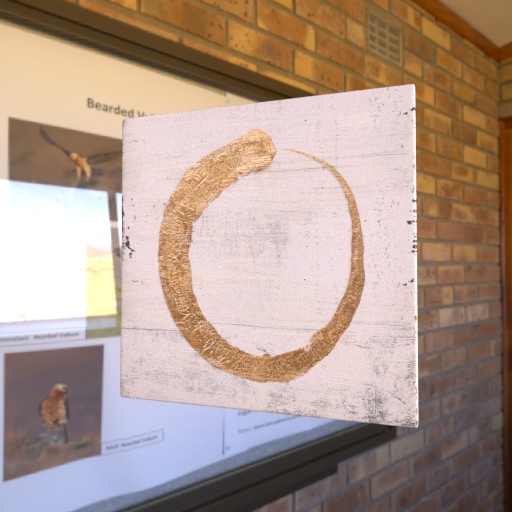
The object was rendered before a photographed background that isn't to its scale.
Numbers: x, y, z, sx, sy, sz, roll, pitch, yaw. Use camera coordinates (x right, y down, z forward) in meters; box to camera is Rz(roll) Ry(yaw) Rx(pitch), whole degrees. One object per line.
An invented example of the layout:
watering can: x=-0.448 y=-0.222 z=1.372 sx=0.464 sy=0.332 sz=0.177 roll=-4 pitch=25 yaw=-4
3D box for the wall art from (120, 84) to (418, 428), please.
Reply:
wall art: x=0.000 y=0.000 z=0.897 sx=0.610 sy=0.611 sz=0.040 roll=-1 pitch=-2 yaw=18
